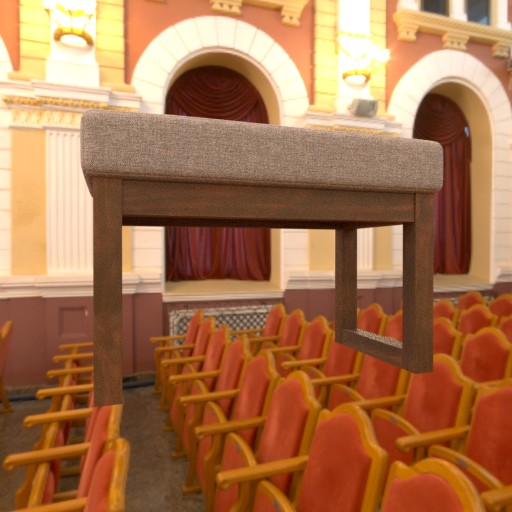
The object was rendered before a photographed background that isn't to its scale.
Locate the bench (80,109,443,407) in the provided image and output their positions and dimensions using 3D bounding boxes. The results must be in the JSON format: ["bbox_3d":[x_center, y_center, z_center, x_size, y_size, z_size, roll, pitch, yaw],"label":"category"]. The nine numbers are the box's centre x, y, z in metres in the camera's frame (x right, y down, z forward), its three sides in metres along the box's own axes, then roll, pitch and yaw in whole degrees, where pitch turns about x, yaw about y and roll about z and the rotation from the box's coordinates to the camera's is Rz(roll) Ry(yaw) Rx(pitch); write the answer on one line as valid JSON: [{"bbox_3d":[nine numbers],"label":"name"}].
[{"bbox_3d":[0.000,0.000,0.948,0.681,0.467,0.366,0,1,-18],"label":"bench"}]
